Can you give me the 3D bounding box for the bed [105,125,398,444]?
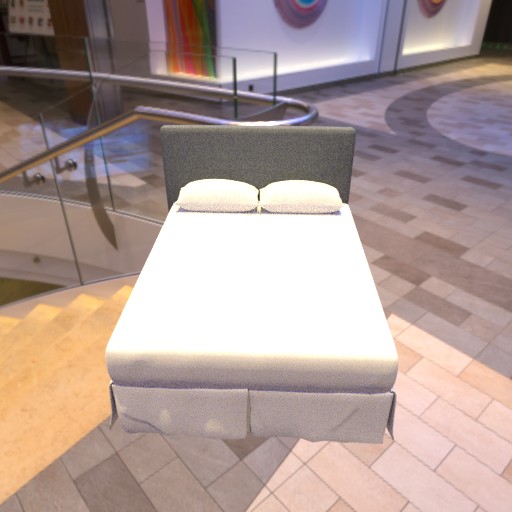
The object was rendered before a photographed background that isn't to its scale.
[{"bbox_3d":[0.000,0.000,3.206,1.723,1.330,2.142,1,31,2],"label":"bed"}]
